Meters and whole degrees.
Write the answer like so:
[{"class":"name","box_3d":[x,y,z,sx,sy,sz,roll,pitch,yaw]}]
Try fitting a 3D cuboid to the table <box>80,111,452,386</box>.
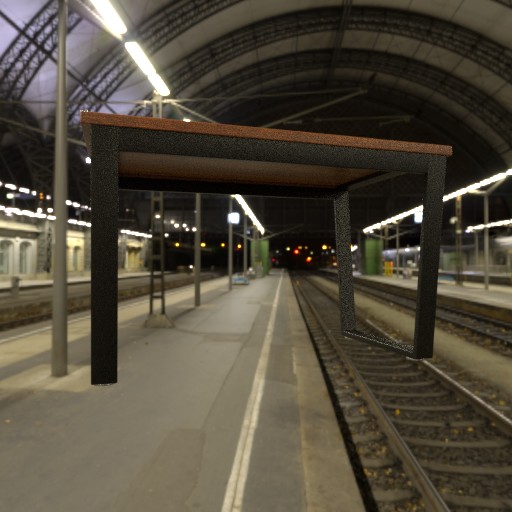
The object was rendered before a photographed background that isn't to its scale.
[{"class":"table","box_3d":[0.000,0.000,1.695,1.205,0.760,0.714,0,-1,-18]}]
